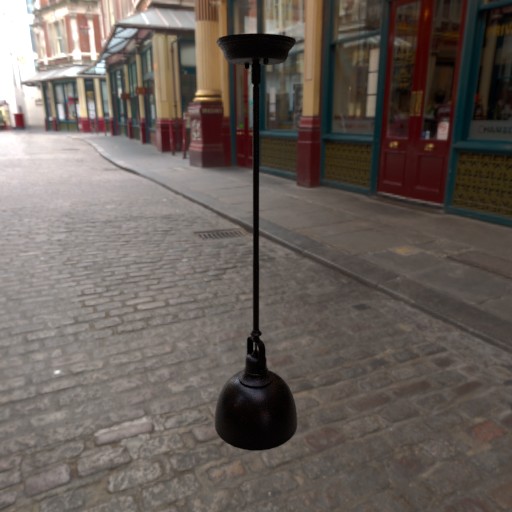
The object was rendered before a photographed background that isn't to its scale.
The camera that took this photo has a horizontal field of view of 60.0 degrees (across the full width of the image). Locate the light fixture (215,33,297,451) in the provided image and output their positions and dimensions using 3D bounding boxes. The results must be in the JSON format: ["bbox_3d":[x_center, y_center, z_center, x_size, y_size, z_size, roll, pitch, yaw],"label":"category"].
[{"bbox_3d":[0.000,0.000,0.869,0.182,0.768,0.182,-8,19,-26],"label":"light fixture"}]
